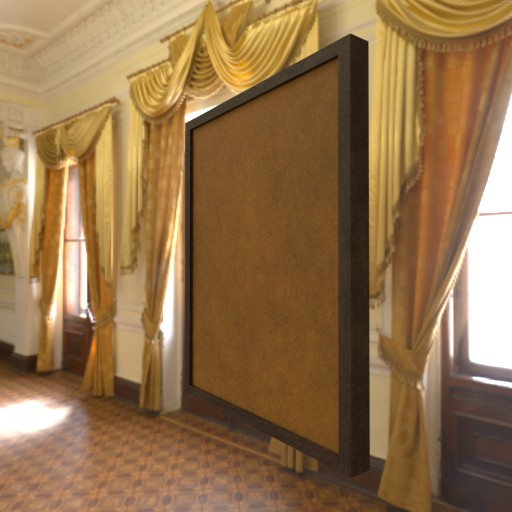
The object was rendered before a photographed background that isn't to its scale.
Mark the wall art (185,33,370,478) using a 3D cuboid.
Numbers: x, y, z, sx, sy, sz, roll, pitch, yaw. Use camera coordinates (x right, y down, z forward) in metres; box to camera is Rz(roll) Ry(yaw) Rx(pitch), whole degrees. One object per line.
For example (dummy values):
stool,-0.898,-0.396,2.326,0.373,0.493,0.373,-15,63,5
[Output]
wall art,0.000,0.000,0.545,0.027,0.406,0.329,0,-1,-36
